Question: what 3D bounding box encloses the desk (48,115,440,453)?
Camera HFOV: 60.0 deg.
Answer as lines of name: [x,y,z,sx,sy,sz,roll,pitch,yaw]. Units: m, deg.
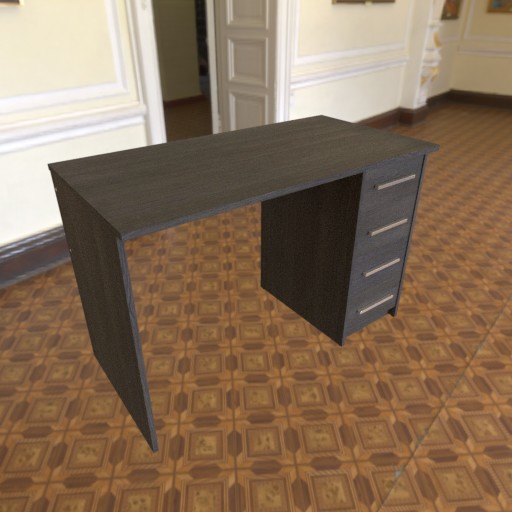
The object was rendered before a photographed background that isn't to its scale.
desk: [0.000,0.000,1.554,1.096,0.730,0.560,-20,35,-31]
